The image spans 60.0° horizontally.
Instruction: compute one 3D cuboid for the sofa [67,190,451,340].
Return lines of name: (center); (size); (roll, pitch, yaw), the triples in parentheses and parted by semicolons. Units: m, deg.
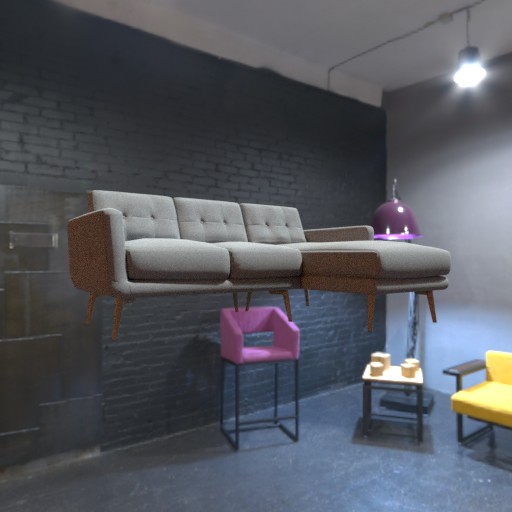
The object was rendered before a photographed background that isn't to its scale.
sofa: (0.000, 0.000, 2.865); (2.040, 0.860, 1.530); (0, 0, -36)
